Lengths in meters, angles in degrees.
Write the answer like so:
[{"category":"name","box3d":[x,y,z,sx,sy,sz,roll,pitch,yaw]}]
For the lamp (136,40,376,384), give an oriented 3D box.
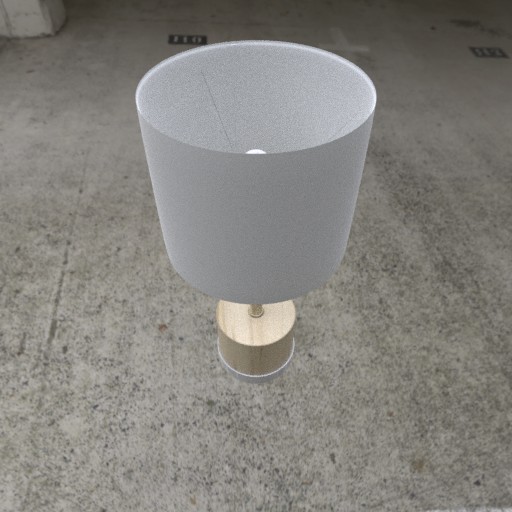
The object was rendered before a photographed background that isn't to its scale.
[{"category":"lamp","box3d":[0.000,0.000,0.594,0.229,0.470,0.229,-3,47,-3]}]
